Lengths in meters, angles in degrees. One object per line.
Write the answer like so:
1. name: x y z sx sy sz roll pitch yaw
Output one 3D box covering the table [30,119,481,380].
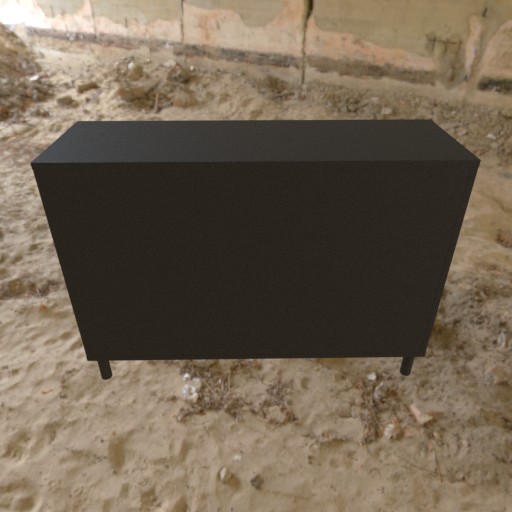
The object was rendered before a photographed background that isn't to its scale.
1. table: 0.000 0.000 1.579 1.200 0.855 0.400 -1 33 -1
